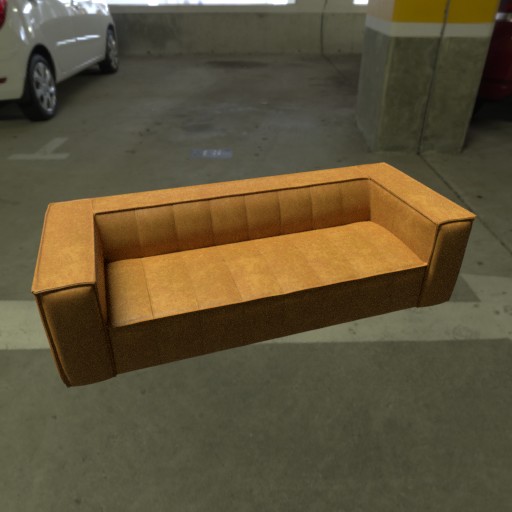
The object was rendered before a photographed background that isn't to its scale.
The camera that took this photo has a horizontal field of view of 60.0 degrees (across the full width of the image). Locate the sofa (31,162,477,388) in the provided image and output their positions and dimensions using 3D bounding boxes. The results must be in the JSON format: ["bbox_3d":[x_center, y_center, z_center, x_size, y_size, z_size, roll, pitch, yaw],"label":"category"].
[{"bbox_3d":[0.000,0.000,2.987,2.581,0.701,1.102,-10,33,-15],"label":"sofa"}]
